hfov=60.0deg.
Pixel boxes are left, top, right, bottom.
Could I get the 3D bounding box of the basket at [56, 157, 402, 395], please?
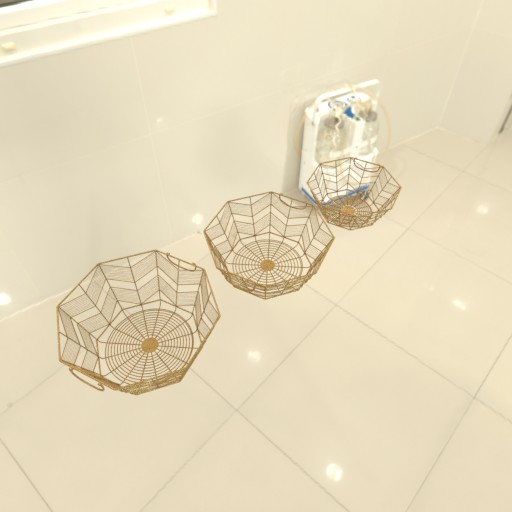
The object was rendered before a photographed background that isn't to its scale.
[{"bbox_3d":[0.000,0.000,1.392,1.245,0.178,0.432,-33,57,-26],"label":"basket"}]
